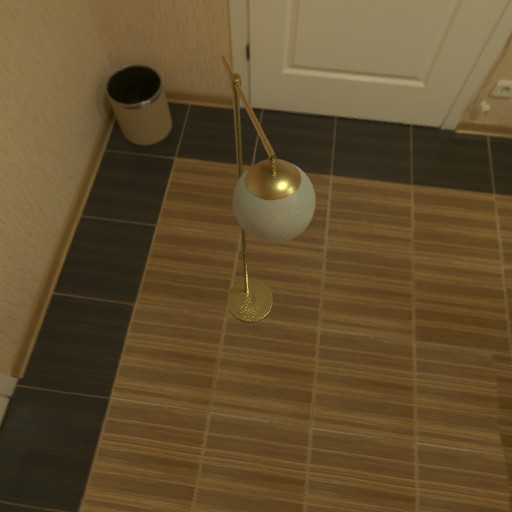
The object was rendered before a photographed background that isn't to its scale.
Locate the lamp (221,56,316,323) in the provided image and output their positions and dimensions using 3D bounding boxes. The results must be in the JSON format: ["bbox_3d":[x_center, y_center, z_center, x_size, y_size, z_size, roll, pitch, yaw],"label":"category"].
[{"bbox_3d":[0.000,0.000,1.730,0.249,1.505,0.476,-19,66,-9],"label":"lamp"}]
